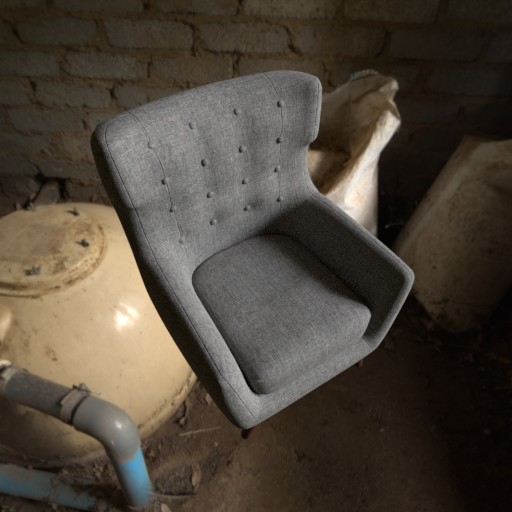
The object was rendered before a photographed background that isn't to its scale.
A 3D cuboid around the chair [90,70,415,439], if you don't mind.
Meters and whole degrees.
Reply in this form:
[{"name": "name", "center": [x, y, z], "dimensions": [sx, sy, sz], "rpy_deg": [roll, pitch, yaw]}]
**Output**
[{"name": "chair", "center": [0.000, 0.000, 1.745], "dimensions": [0.878, 1.063, 0.904], "rpy_deg": [-25, 51, -22]}]
